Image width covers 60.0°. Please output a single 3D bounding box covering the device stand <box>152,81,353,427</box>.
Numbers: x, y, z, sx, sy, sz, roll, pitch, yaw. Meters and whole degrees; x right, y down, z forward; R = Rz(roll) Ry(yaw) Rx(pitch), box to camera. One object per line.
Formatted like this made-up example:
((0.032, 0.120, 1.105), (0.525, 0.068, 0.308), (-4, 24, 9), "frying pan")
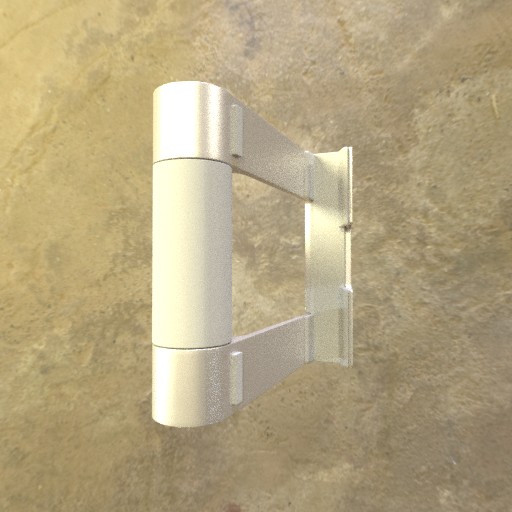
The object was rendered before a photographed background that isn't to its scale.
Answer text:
((0.000, 0.000, 0.152), (0.079, 0.084, 0.086), (0, 89, 0), "device stand")
